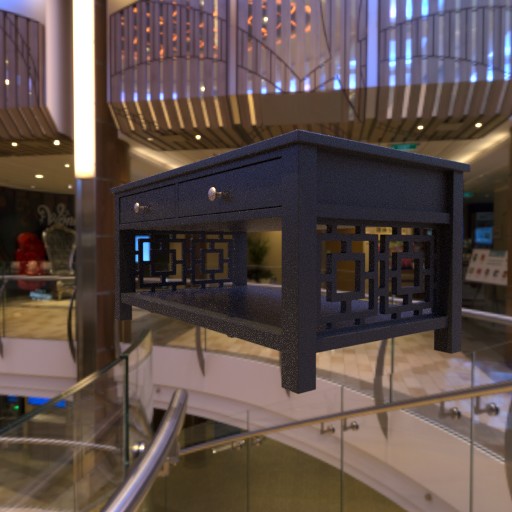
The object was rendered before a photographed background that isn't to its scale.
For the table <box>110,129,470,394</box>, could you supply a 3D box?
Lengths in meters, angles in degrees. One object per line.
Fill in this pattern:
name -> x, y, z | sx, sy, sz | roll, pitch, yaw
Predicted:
table -> 0.000, 0.000, 1.418 | 0.612, 0.493, 1.068 | -1, 2, -36
